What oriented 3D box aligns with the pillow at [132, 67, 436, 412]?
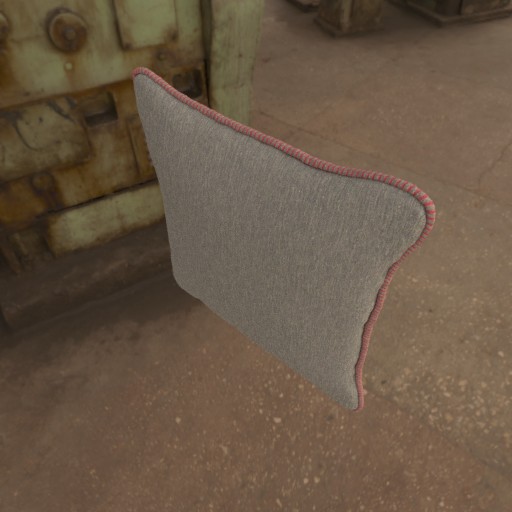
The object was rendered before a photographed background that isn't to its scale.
[{"bbox_3d":[0.000,0.000,0.717,0.482,0.491,0.124,32,54,27],"label":"pillow"}]
